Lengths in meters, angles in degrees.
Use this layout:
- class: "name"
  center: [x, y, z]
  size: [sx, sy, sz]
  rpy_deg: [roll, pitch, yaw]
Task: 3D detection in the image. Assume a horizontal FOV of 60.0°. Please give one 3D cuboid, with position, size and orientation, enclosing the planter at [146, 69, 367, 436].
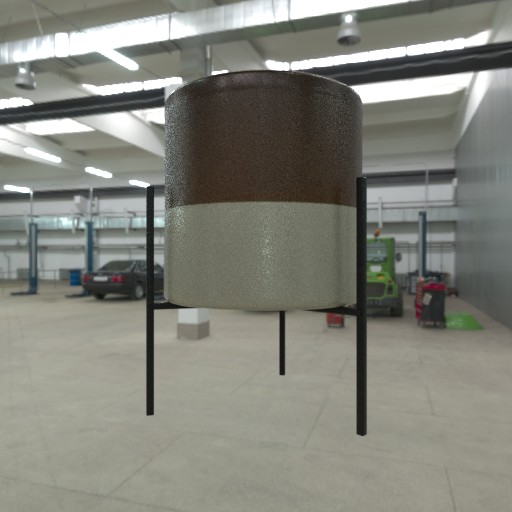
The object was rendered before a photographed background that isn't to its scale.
- class: "planter"
  center: [0.000, 0.000, 0.559]
  size: [0.269, 0.375, 0.255]
  rpy_deg: [0, 0, -18]
